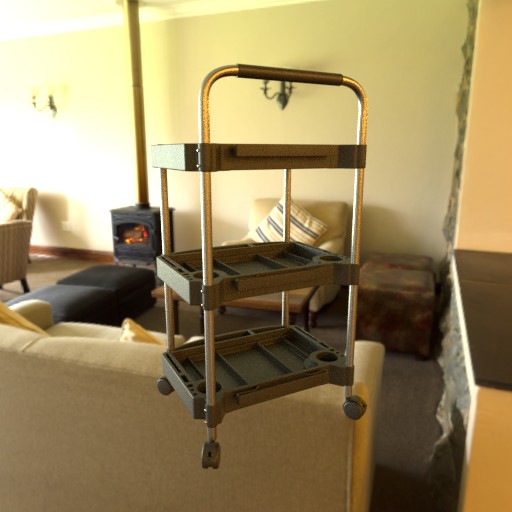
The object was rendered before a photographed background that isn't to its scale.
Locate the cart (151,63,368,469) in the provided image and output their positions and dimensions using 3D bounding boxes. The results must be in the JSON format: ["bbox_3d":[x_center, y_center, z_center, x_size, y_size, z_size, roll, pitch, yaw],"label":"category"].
[{"bbox_3d":[0.000,0.000,1.438,0.584,1.075,0.518,-7,15,-27],"label":"cart"}]
